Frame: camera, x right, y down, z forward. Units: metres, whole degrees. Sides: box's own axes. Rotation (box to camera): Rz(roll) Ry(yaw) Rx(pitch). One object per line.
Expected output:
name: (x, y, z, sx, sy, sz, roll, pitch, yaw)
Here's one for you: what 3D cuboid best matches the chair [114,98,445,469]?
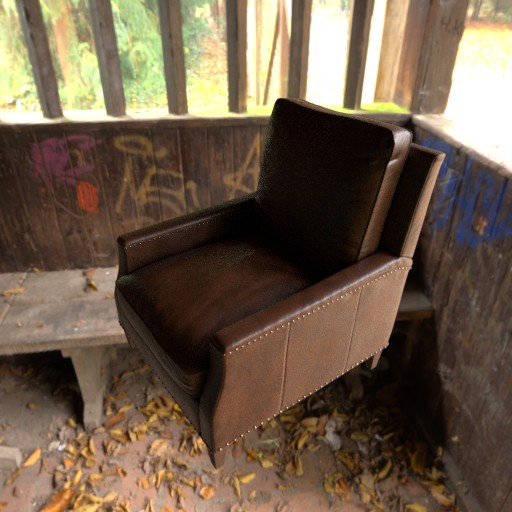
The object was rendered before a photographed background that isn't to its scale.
chair: (0.000, 0.000, 1.810, 1.035, 1.054, 0.854, -21, 38, -30)
